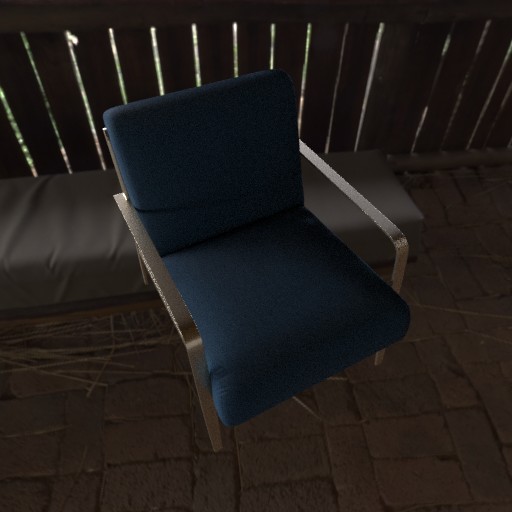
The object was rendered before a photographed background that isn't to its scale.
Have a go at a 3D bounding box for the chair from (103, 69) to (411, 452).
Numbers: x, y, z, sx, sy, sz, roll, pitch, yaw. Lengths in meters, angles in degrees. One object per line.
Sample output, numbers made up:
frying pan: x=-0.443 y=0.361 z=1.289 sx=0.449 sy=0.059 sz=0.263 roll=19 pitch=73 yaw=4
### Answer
chair: x=0.000 y=0.000 z=1.443 sx=0.692 sy=0.831 sz=0.859 roll=-22 pitch=51 yaw=-19
